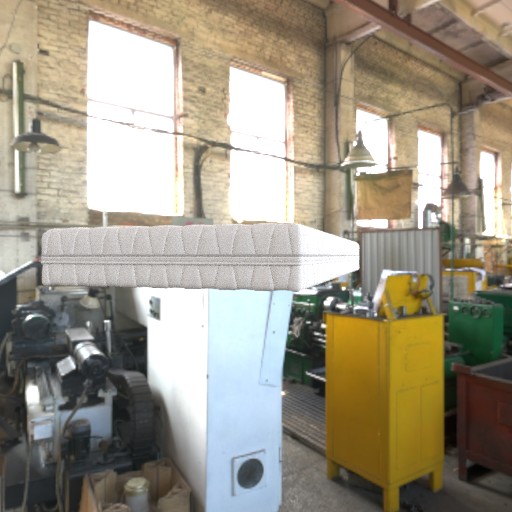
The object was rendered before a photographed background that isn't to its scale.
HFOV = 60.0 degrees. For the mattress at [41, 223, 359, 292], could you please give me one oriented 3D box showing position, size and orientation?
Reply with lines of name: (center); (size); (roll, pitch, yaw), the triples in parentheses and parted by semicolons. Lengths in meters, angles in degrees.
mattress: (0.000, 0.000, 2.315); (0.900, 0.200, 2.000); (0, 0, 18)
